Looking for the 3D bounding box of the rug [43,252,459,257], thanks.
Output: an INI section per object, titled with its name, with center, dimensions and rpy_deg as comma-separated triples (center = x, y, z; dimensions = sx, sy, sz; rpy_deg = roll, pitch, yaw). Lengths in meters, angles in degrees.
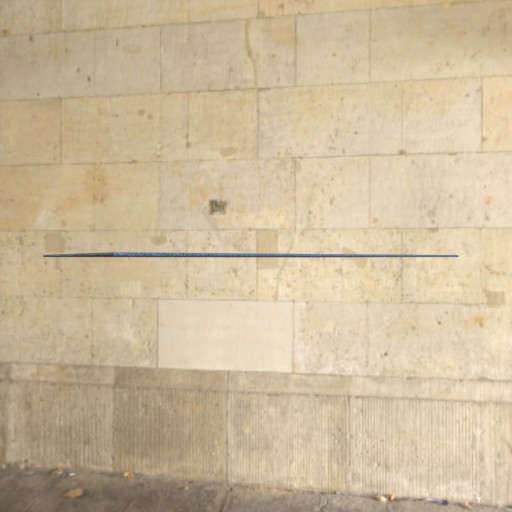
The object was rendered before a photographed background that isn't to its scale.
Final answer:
[rug]
center = 0.000, 0.000, 3.060
dimensions = 2.441, 0.015, 1.526
rpy_deg = 0, 0, -35
